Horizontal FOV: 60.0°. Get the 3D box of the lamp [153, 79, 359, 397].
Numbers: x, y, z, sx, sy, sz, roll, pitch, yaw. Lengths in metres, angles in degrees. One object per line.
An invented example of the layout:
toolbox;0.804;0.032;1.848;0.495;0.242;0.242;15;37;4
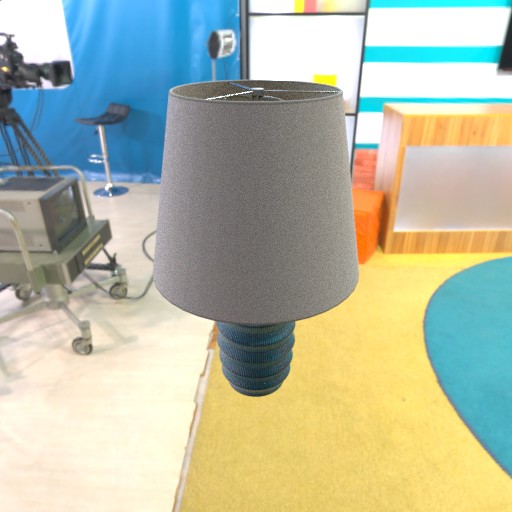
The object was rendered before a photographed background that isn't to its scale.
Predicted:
lamp;0.000;0.000;0.552;0.254;0.392;0.254;0;27;0
